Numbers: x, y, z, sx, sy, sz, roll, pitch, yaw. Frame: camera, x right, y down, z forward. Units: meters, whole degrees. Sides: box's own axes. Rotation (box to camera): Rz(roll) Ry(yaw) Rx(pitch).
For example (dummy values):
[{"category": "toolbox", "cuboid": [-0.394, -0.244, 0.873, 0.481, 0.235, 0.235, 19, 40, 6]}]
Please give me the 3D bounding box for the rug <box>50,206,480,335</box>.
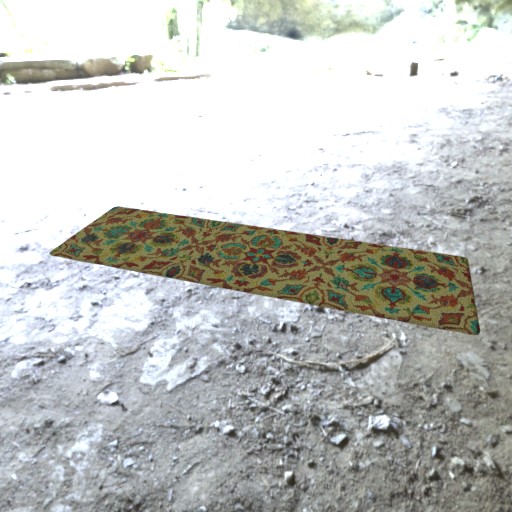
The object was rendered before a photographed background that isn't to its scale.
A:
[{"category": "rug", "cuboid": [0.000, 0.000, 2.504, 2.273, 0.016, 0.693, 9, 32, 15]}]
